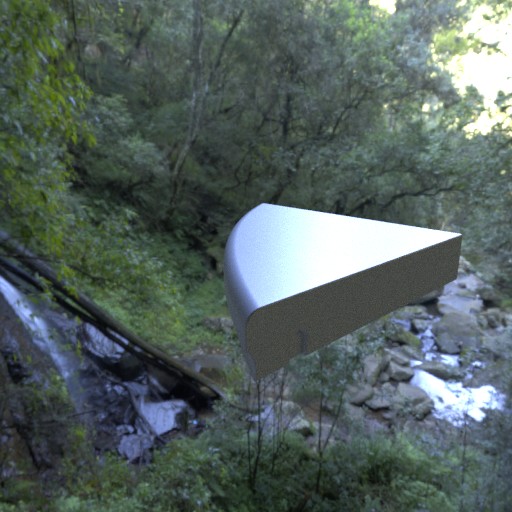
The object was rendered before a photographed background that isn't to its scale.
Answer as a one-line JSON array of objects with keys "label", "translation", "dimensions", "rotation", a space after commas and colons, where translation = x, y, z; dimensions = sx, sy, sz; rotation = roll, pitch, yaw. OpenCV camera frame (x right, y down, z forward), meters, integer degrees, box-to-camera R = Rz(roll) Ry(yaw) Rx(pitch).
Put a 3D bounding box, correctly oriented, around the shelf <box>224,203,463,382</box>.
[{"label": "shelf", "translation": [0.000, 0.000, 0.478], "dimensions": [0.310, 0.050, 0.310], "rotation": [-14, 21, -42]}]
